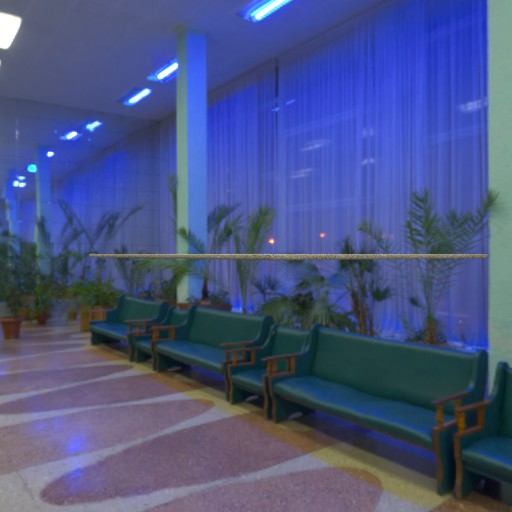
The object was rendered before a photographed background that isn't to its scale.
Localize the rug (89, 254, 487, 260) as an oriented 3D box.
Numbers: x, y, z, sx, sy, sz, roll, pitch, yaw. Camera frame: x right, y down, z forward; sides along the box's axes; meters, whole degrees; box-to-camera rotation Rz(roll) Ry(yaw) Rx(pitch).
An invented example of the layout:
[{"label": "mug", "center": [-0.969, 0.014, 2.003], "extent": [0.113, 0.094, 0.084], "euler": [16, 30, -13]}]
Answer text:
[{"label": "rug", "center": [0.000, 0.000, 3.475], "extent": [1.800, 0.025, 2.699], "euler": [0, 0, -36]}]
